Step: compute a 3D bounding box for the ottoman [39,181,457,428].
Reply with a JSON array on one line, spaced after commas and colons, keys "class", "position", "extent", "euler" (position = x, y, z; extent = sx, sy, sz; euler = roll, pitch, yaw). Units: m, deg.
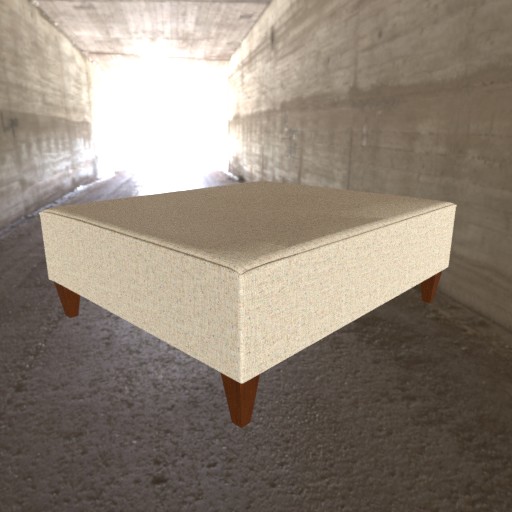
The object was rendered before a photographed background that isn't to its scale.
[{"class": "ottoman", "position": [0.000, 0.000, 1.206], "extent": [0.736, 0.303, 0.835], "euler": [15, 22, 41]}]
